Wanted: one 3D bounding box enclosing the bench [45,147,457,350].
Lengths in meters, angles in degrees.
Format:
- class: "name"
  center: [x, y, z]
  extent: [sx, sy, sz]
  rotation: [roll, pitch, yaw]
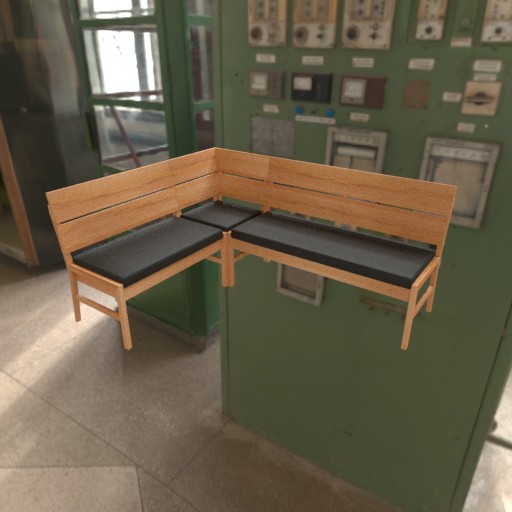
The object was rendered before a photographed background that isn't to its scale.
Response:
- class: "bench"
  center: [0.000, 0.000, 2.859]
  extent: [1.948, 0.890, 1.548]
  rotation: [17, 30, 31]
